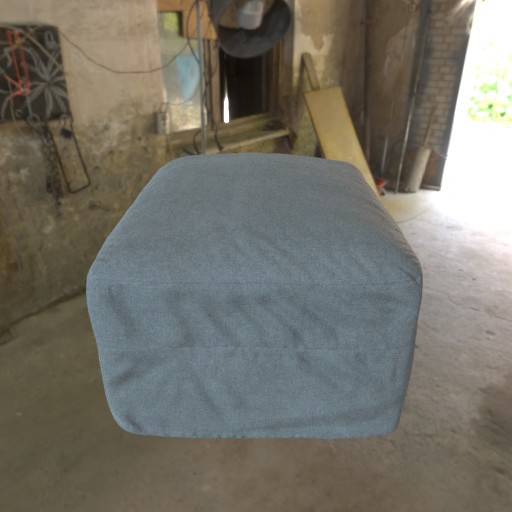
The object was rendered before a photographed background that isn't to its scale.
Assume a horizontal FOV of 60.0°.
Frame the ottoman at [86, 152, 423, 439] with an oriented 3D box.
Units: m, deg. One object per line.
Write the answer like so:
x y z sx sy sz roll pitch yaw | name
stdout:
0.000 0.000 1.237 0.683 0.481 0.837 0 27 0 | ottoman
